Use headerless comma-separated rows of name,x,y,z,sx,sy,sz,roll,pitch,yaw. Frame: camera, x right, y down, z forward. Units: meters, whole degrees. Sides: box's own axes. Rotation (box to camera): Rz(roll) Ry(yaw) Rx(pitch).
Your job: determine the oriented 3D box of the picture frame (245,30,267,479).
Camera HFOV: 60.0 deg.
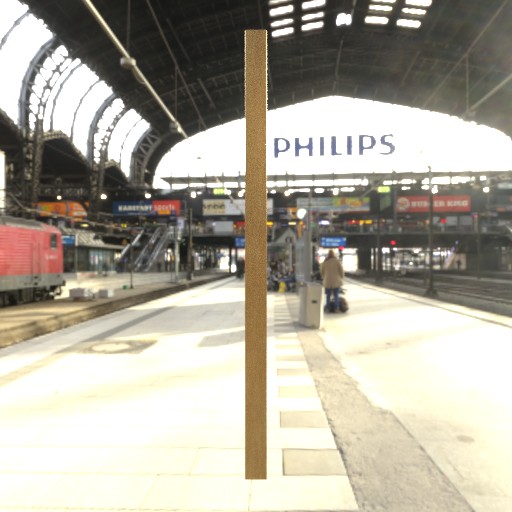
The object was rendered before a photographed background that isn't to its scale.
picture frame,0.000,0.000,1.128,0.037,0.761,0.758,0,-1,0
